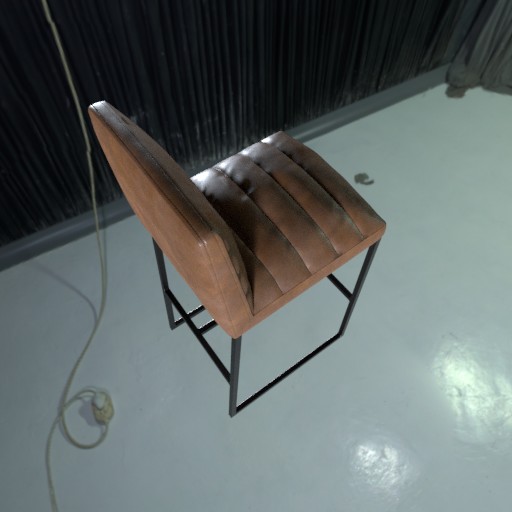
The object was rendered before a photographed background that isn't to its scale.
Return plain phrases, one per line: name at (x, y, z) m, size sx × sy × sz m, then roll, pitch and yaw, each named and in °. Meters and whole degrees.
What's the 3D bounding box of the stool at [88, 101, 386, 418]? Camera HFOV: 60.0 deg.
stool at (0.000, 0.000, 1.325) m, size 0.562 × 1.065 × 0.463 m, roll -31°, pitch 61°, yaw -19°
